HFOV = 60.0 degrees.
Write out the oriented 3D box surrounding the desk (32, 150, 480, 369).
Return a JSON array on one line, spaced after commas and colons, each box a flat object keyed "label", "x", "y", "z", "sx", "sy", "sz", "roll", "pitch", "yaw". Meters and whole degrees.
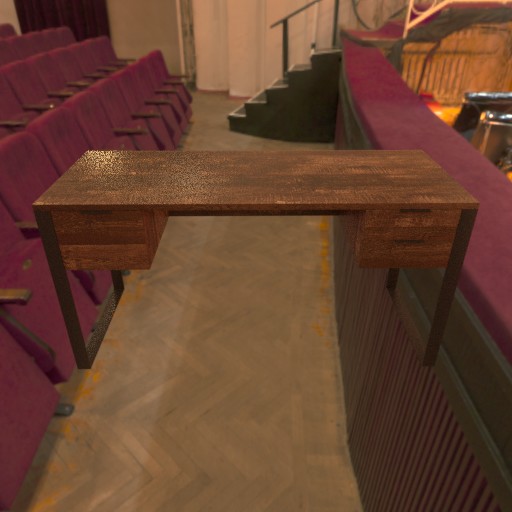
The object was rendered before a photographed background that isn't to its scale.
[{"label": "desk", "x": 0.000, "y": 0.000, "z": 1.954, "sx": 1.524, "sy": 0.762, "sz": 0.599, "roll": 0, "pitch": 31, "yaw": -1}]
